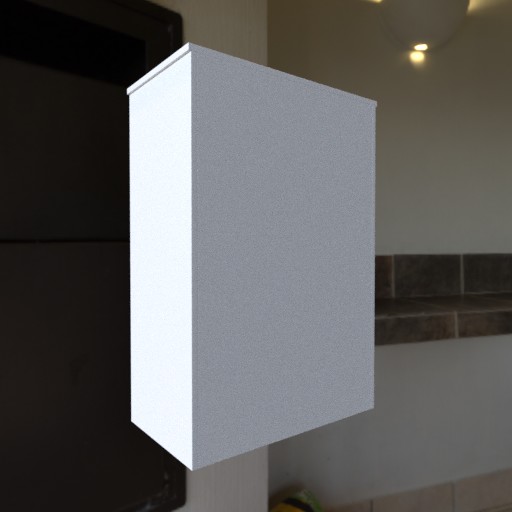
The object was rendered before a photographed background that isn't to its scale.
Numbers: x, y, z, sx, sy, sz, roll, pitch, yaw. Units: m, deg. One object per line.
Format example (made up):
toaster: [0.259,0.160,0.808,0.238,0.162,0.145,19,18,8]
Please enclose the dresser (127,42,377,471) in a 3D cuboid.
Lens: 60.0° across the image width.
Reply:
dresser: [0.000,0.000,1.425,0.704,1.021,0.401,-1,1,-37]
